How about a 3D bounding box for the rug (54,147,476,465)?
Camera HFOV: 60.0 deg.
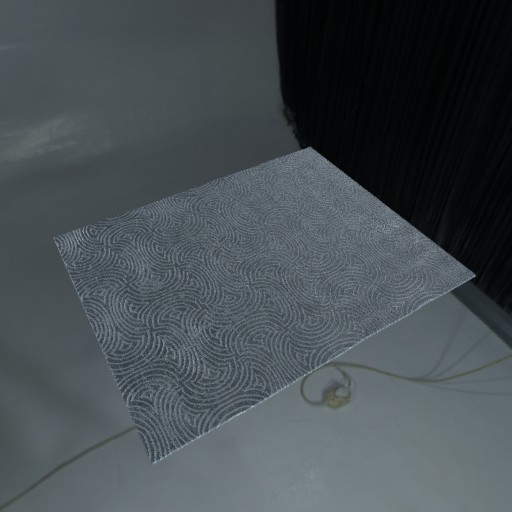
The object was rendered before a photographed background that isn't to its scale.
[{"bbox_3d":[0.000,0.000,4.066,3.042,0.021,2.456,-24,50,-22],"label":"rug"}]
